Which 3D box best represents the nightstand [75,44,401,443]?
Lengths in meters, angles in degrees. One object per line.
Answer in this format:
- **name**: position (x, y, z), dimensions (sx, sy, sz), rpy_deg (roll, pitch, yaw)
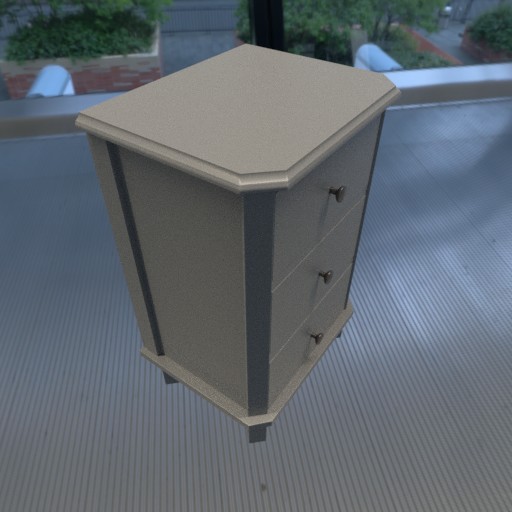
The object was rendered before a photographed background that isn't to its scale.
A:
- **nightstand**: position (0.000, 0.000, 0.926), dimensions (0.348, 0.680, 0.435), rpy_deg (25, 47, 26)
